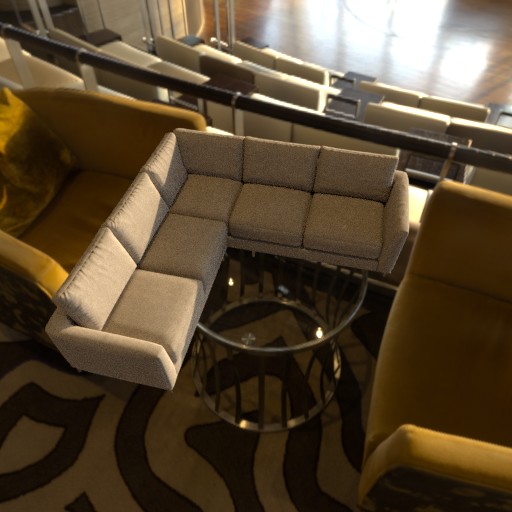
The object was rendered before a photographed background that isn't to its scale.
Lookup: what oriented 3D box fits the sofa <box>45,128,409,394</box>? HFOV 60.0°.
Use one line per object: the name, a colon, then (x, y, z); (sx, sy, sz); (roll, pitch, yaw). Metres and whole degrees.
sofa: (0.000, 0.000, 3.747); (2.438, 0.864, 2.438); (10, 48, 9)
